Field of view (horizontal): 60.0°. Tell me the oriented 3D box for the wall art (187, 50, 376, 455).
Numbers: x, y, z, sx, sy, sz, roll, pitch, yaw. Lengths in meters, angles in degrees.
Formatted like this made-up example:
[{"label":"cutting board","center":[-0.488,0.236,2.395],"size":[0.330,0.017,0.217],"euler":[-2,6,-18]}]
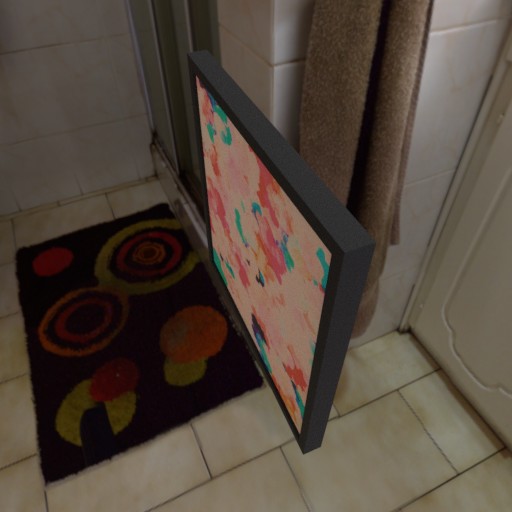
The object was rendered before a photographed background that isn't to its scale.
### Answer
[{"label":"wall art","center":[0.000,0.000,0.760],"size":[0.036,0.503,0.506],"euler":[-17,48,-16]}]
